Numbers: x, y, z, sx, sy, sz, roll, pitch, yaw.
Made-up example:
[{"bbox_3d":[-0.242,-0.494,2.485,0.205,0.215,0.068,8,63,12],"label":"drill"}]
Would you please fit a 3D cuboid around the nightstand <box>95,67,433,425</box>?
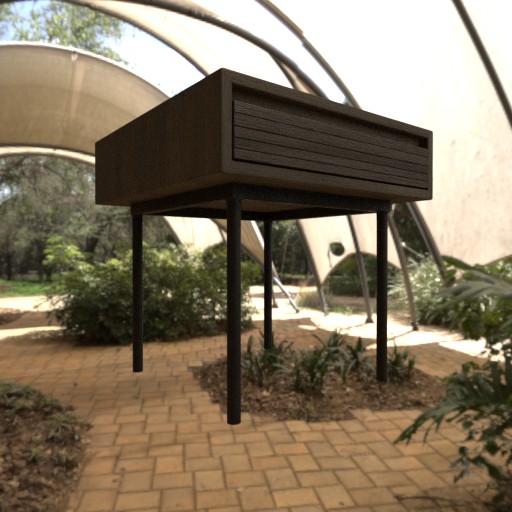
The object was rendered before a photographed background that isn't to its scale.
[{"bbox_3d":[0.000,0.000,0.925,0.502,0.497,0.503,0,1,-38],"label":"nightstand"}]
